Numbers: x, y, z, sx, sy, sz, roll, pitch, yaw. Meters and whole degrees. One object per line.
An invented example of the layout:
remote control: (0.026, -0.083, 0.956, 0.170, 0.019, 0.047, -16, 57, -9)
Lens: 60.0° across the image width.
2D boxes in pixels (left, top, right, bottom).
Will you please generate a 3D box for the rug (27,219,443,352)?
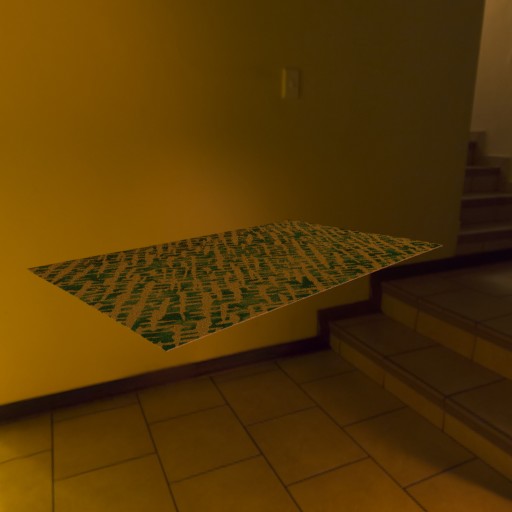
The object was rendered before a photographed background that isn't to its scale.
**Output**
rug: (0.000, 0.000, 3.024, 2.447, 0.011, 1.520, -14, 20, -43)
